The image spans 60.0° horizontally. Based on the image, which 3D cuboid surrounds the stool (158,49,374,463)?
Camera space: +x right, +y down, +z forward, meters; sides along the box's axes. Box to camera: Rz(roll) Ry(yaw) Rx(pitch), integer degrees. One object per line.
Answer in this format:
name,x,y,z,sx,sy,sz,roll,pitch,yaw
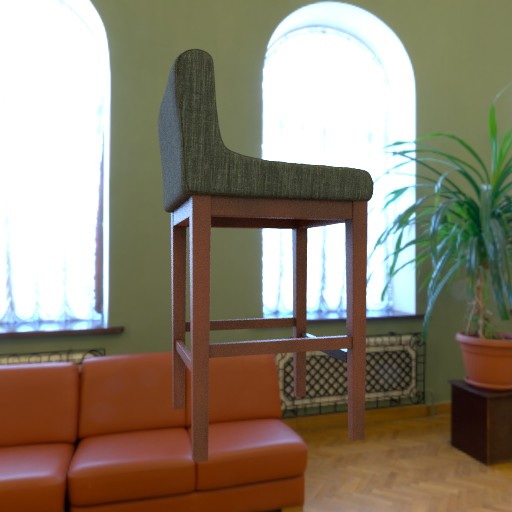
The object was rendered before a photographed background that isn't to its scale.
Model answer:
stool,0.000,0.000,1.116,0.459,0.835,0.395,0,0,-17
